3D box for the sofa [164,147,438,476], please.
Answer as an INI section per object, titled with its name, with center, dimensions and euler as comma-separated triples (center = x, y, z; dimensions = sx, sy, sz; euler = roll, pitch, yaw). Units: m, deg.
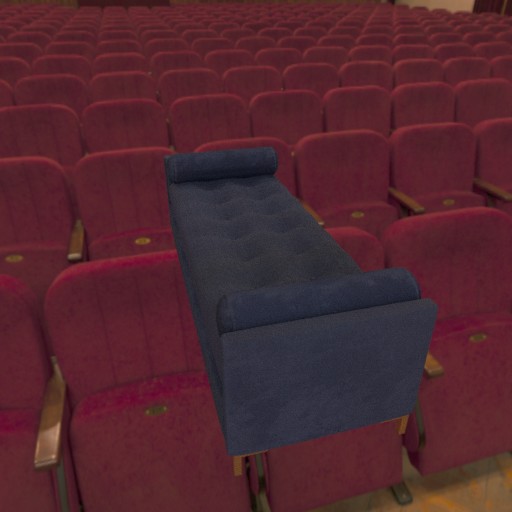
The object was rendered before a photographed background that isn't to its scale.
[sofa]
center = 0.000, 0.000, 2.466
dimensions = 0.796, 0.705, 2.102
euler = -8, 30, -13
